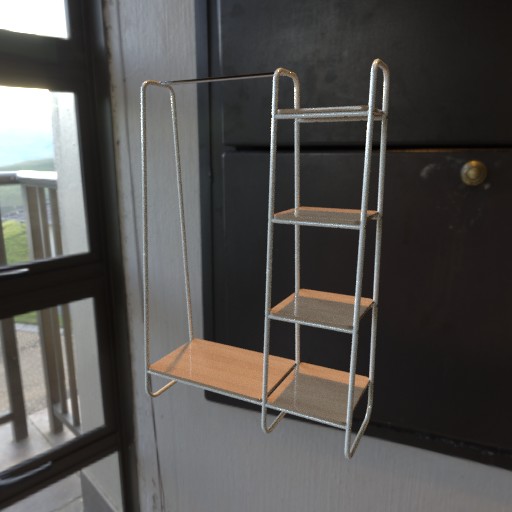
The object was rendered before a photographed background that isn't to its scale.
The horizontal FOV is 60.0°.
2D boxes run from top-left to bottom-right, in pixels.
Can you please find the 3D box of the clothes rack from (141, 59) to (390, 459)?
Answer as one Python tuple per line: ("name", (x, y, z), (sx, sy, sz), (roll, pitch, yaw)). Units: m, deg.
("clothes rack", (0.000, 0.000, 1.942), (1.011, 1.500, 0.400), (7, 15, 26))
